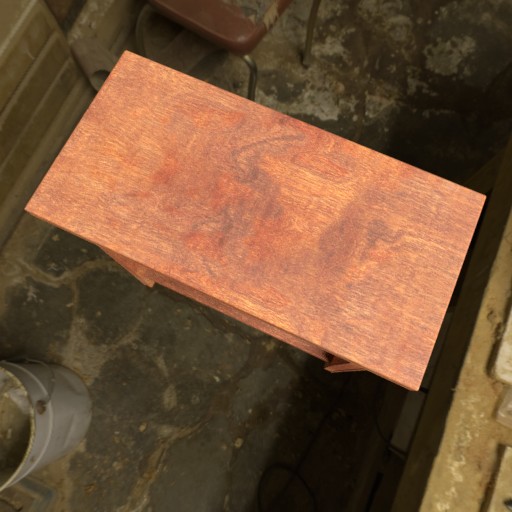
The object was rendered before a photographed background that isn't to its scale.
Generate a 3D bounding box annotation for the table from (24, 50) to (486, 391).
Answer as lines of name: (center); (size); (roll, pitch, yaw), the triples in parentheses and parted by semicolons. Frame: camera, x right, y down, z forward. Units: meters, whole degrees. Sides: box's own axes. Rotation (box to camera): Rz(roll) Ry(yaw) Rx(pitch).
table: (0.000, 0.000, 0.945); (0.610, 0.610, 0.305); (24, 76, 6)
